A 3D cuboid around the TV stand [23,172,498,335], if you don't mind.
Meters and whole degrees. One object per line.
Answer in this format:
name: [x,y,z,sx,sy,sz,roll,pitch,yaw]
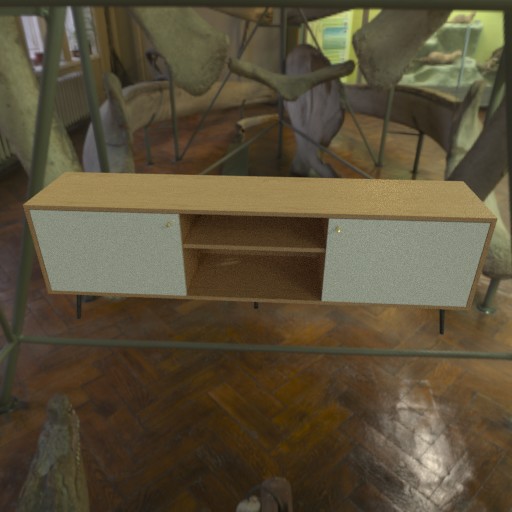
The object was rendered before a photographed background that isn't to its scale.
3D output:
TV stand: [0.000,0.000,1.933,1.760,0.580,0.400,2,30,3]
